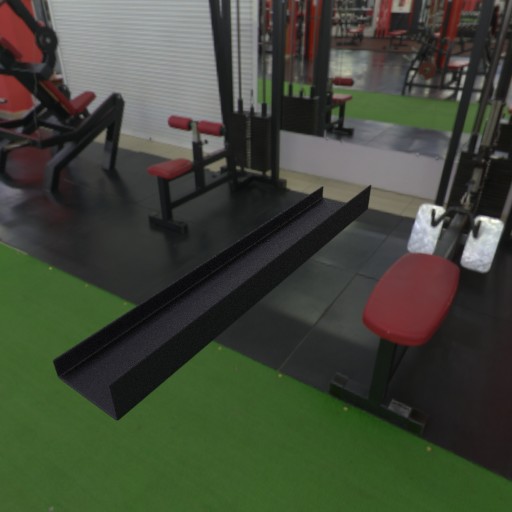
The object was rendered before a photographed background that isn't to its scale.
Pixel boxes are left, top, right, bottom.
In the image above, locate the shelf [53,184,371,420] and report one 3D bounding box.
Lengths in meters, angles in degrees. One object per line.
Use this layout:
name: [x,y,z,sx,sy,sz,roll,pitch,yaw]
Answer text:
shelf: [0.000,0.000,0.658,0.102,0.053,0.605,20,36,30]
